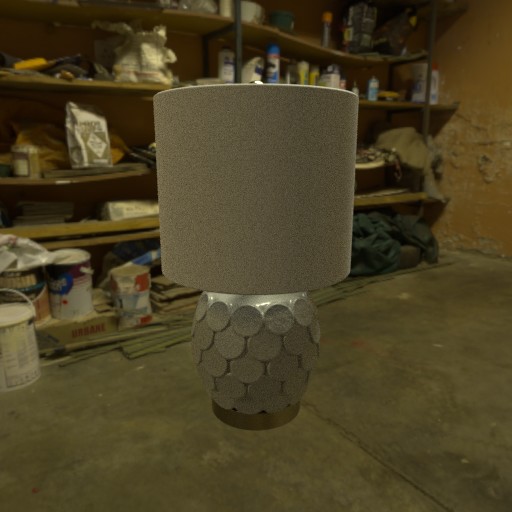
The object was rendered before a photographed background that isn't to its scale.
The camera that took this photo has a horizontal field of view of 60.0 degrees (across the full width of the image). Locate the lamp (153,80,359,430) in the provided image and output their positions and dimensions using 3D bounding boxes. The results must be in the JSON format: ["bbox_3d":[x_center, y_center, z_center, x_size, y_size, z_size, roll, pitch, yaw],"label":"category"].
[{"bbox_3d":[0.000,0.000,0.608,0.254,0.452,0.254,0,13,0],"label":"lamp"}]
